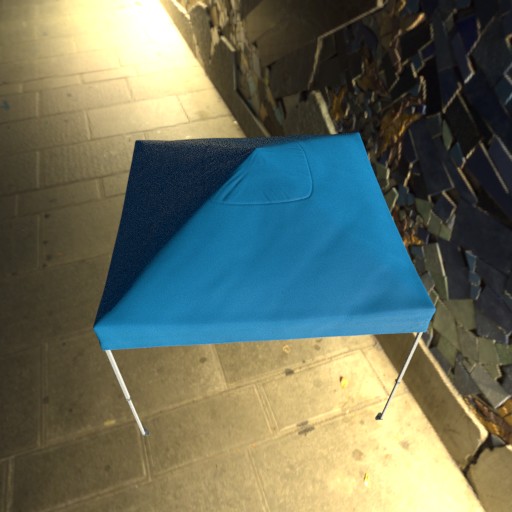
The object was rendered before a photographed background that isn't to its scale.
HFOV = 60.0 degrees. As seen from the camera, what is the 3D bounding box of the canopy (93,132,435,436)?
[{"bbox_3d":[0.000,0.000,5.382,2.996,2.997,2.998,-3,46,-3],"label":"canopy"}]
